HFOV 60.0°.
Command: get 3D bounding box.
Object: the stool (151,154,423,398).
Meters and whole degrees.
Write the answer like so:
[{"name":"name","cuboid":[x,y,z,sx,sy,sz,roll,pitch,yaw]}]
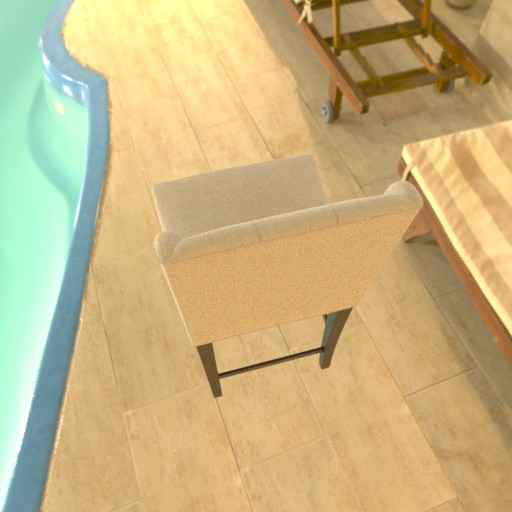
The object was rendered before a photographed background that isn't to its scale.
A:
[{"name":"stool","cuboid":[0.000,0.000,1.198,0.474,0.939,0.509,-13,59,-8]}]
